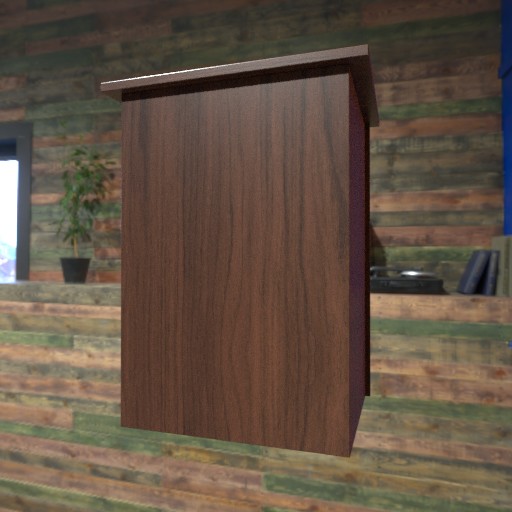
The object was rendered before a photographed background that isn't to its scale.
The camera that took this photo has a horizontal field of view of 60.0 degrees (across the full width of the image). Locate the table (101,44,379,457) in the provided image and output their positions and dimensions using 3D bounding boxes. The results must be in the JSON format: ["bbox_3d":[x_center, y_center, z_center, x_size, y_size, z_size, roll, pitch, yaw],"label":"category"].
[{"bbox_3d":[0.000,0.000,0.922,0.480,0.636,0.381,0,-1,18],"label":"table"}]
